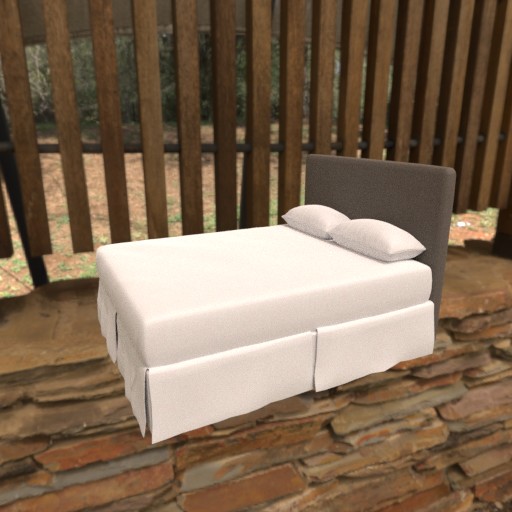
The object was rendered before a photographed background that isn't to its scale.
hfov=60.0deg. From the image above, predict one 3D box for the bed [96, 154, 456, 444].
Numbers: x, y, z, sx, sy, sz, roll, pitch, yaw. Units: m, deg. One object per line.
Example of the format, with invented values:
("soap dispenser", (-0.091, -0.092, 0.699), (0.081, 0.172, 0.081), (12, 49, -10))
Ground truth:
("bed", (0.000, 0.000, 3.249), (2.142, 1.330, 1.723), (-8, 18, -26))
